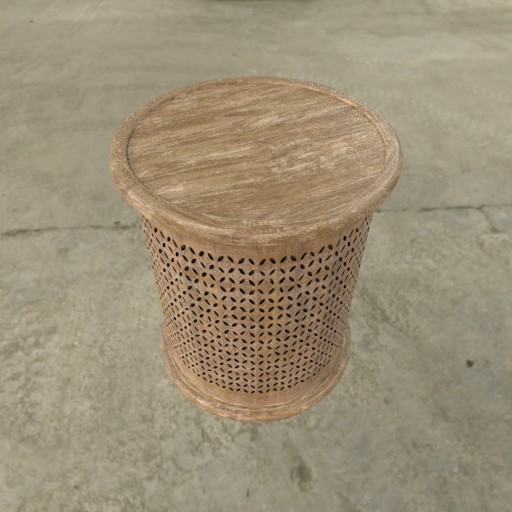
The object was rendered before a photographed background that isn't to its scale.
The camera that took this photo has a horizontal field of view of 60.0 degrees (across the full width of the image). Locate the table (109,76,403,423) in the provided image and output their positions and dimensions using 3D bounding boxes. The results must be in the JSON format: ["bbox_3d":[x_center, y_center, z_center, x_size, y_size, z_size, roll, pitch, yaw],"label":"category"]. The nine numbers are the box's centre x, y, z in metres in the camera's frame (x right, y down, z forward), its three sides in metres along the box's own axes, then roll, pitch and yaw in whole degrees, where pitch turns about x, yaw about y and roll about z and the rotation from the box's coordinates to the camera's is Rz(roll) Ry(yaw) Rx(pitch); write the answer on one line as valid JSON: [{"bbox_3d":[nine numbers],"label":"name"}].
[{"bbox_3d":[0.000,0.000,0.795,0.407,0.482,0.407,0,45,0],"label":"table"}]
